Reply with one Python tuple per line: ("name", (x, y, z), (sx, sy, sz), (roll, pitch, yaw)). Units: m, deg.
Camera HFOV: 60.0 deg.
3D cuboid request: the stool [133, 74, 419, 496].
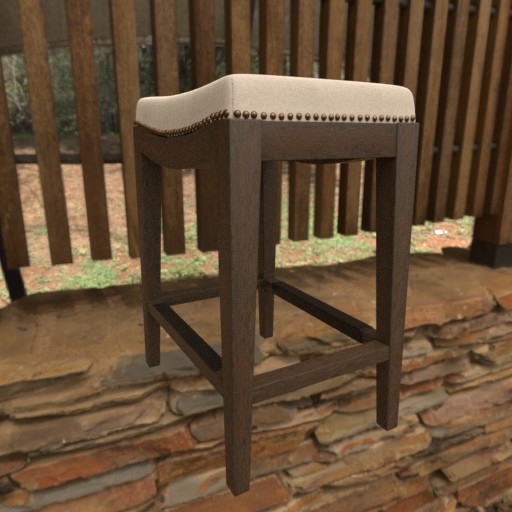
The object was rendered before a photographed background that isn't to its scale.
("stool", (0.000, 0.000, 0.918), (0.361, 0.642, 0.500), (-8, 17, -28))
